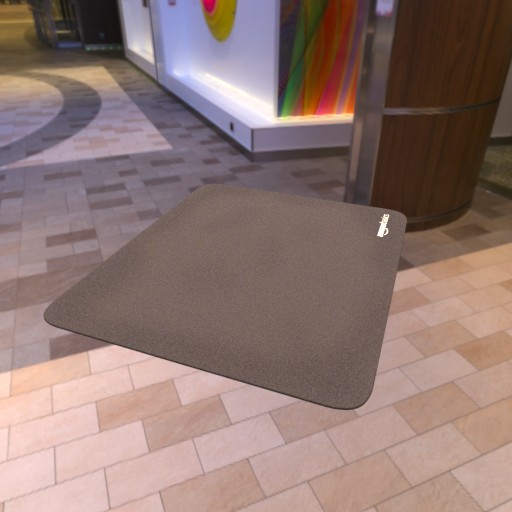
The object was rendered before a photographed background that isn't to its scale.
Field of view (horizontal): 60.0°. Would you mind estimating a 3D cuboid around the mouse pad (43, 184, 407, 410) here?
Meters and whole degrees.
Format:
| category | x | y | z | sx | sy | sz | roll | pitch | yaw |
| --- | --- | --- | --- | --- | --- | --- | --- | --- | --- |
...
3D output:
| category | x | y | z | sx | sy | sz | roll | pitch | yaw |
| --- | --- | --- | --- | --- | --- | --- | --- | --- | --- |
| mouse pad | 0.000 | 0.000 | 0.442 | 0.269 | 0.002 | 0.315 | 11 | 33 | 18 |
